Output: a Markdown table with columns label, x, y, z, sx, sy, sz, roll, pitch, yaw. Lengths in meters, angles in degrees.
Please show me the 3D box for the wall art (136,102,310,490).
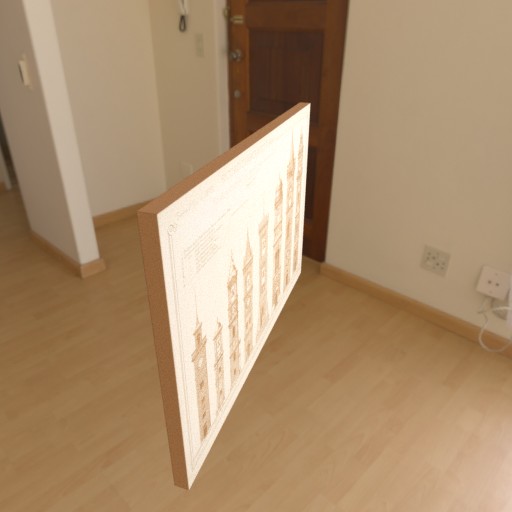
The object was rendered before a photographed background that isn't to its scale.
| label | x | y | z | sx | sy | sz | roll | pitch | yaw |
| --- | --- | --- | --- | --- | --- | --- | --- | --- | --- |
| wall art | 0.000 | 0.000 | 1.138 | 0.033 | 0.608 | 0.915 | 10 | 30 | 17 |
